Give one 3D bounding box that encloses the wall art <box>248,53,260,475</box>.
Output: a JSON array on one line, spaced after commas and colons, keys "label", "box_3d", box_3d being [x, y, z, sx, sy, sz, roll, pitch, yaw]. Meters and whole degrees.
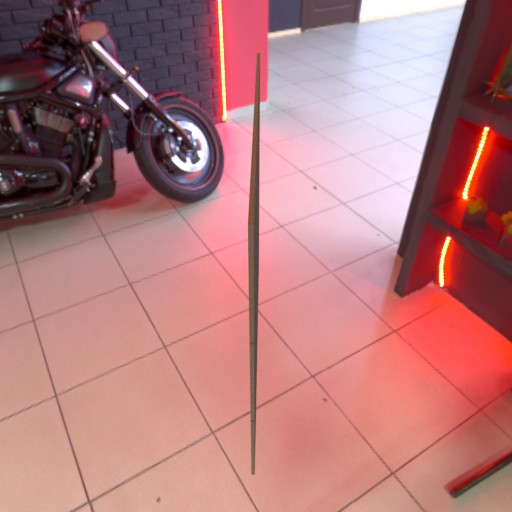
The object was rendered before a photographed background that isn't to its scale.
[{"label": "wall art", "box_3d": [0.000, 0.000, 2.261, 0.017, 1.521, 1.527, 1, 41, 1]}]
